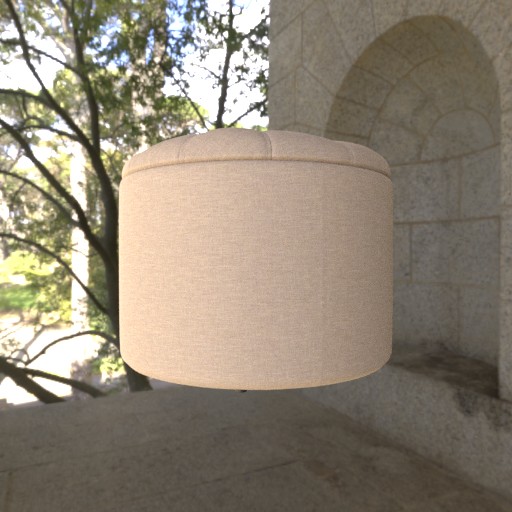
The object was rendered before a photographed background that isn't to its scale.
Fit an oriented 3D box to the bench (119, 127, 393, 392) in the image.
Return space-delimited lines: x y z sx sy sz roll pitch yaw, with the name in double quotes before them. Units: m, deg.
"bench" 0.000 0.000 1.016 0.600 0.454 0.600 0 0 0
